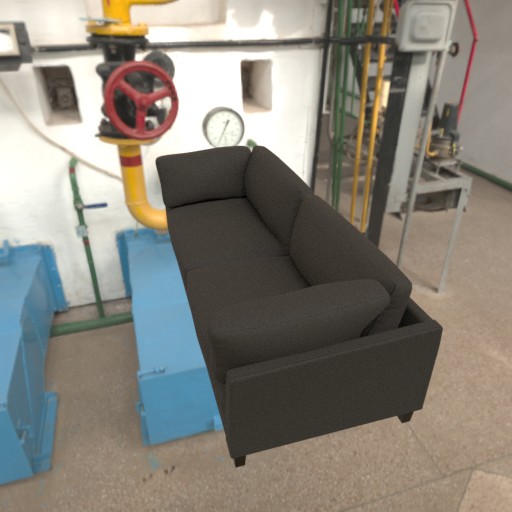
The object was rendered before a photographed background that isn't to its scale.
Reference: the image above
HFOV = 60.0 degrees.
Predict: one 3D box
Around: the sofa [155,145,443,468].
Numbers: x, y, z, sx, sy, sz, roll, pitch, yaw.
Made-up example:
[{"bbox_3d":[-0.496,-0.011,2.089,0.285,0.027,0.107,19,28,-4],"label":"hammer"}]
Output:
[{"bbox_3d":[0.000,0.000,2.749,0.969,0.792,2.312,-8,31,-14],"label":"sofa"}]
